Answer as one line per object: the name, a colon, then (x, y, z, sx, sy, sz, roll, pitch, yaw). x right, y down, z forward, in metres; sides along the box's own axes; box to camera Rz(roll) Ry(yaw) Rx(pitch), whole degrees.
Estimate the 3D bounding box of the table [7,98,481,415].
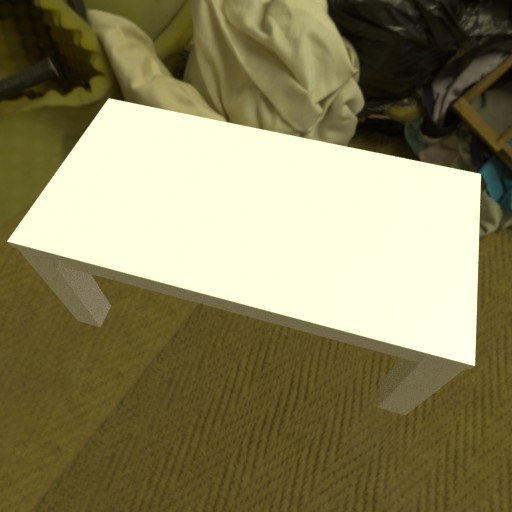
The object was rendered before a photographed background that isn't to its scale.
table: (0.000, 0.000, 2.190, 1.800, 0.790, 0.900, 14, 59, 9)
